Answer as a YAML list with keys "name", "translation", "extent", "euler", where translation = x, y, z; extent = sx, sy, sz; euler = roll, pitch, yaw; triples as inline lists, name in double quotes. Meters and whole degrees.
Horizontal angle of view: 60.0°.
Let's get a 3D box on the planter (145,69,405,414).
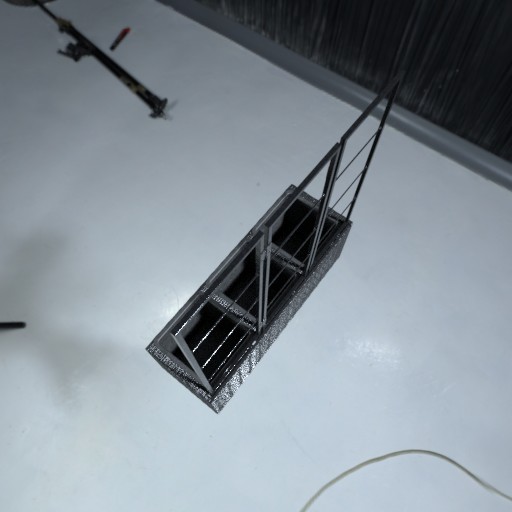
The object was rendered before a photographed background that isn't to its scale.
- name: "planter"
  translation: [0.000, 0.000, 1.156]
  extent: [0.244, 0.841, 0.698]
  euler: [35, 69, 15]
